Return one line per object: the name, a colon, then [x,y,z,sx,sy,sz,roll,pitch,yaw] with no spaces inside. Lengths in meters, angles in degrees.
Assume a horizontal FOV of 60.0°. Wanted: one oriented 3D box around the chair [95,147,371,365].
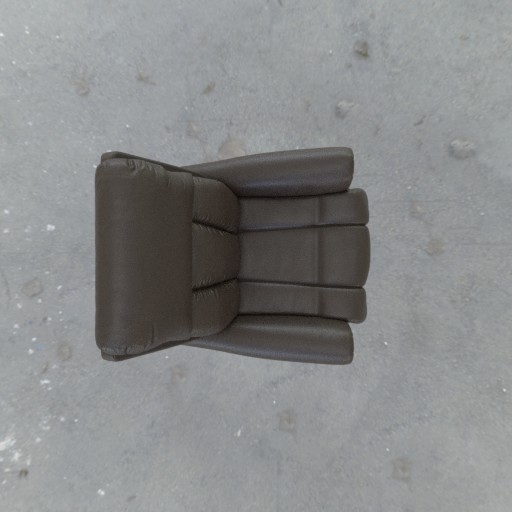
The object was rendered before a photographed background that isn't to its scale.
chair: [0.000,0.000,1.786,0.978,1.028,0.869,0,90,1]
